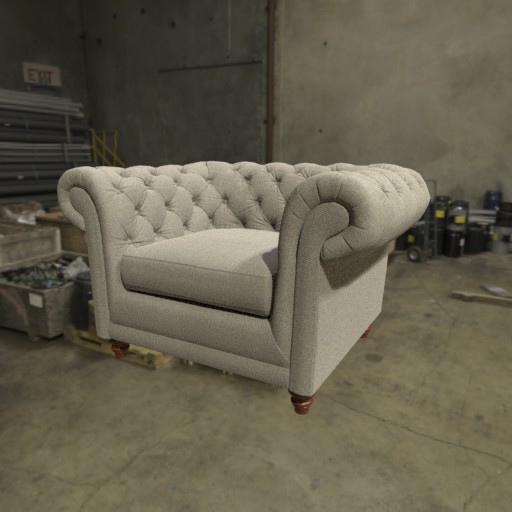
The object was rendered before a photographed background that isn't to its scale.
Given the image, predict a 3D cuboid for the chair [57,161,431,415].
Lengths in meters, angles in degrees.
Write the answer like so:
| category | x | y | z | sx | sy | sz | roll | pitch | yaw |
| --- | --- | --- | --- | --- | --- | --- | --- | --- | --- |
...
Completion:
| category | x | y | z | sx | sy | sz | roll | pitch | yaw |
| --- | --- | --- | --- | --- | --- | --- | --- | --- | --- |
| chair | 0.000 | 0.000 | 1.892 | 1.270 | 0.770 | 0.976 | 7 | 15 | 29 |
